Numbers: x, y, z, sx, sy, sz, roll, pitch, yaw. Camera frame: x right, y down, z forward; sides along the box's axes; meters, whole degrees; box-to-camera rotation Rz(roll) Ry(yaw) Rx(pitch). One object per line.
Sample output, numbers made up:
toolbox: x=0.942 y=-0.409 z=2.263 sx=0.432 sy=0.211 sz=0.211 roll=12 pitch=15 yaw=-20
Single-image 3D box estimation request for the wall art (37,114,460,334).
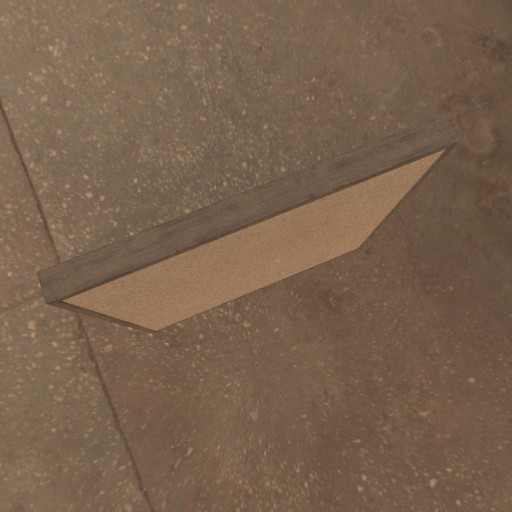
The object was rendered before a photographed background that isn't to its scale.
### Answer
wall art: x=0.000 y=0.000 z=0.754 sx=0.508 sy=0.508 sz=0.038 roll=-22 pitch=77 yaw=-5
